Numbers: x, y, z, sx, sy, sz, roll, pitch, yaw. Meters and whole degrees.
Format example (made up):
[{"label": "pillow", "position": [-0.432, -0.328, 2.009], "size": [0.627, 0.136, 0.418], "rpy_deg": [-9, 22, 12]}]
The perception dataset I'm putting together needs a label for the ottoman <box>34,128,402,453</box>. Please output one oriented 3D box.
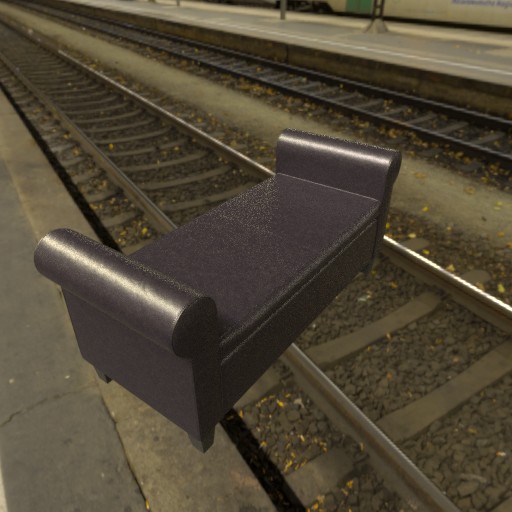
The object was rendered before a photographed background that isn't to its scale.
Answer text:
[{"label": "ottoman", "position": [0.000, 0.000, 1.557], "size": [0.521, 0.547, 1.256], "rpy_deg": [22, 38, 30]}]
